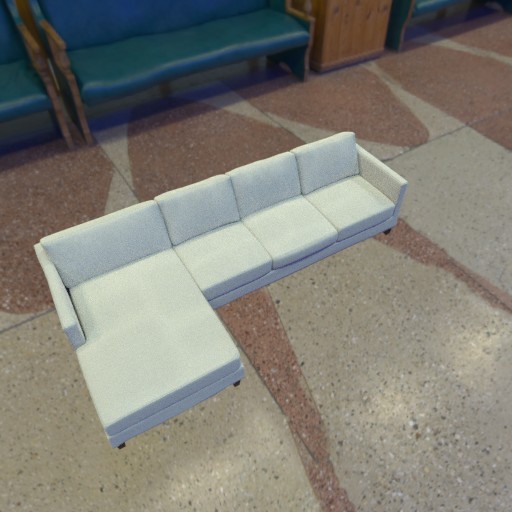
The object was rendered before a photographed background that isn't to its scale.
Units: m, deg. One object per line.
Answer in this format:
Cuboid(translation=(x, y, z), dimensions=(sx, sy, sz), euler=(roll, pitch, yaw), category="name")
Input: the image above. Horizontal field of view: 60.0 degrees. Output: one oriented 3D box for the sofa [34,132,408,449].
Cuboid(translation=(0.000, 0.000, 3.786), dimensions=(3.186, 0.861, 1.625), euler=(-23, 51, -21), category="sofa")
